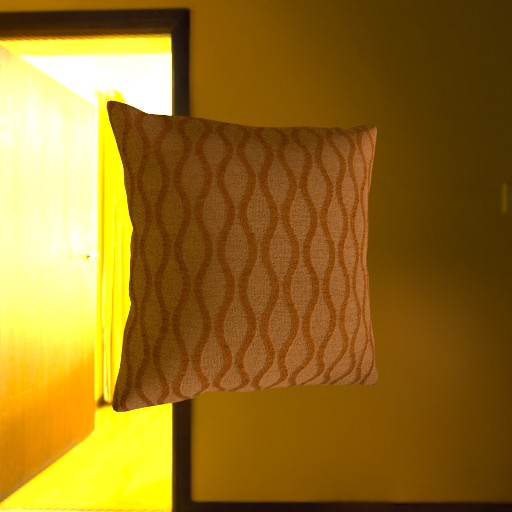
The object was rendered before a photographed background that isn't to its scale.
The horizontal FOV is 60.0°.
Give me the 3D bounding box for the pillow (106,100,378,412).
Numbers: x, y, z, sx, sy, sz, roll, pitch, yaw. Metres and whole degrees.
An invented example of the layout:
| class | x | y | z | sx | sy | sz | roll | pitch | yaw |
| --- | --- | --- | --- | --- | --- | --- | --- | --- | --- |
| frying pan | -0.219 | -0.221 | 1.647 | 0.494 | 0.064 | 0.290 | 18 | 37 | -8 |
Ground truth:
| class | x | y | z | sx | sy | sz | roll | pitch | yaw |
| --- | --- | --- | --- | --- | --- | --- | --- | --- | --- |
| pillow | 0.000 | 0.000 | 0.671 | 0.429 | 0.436 | 0.159 | 0 | 0 | -19 |
